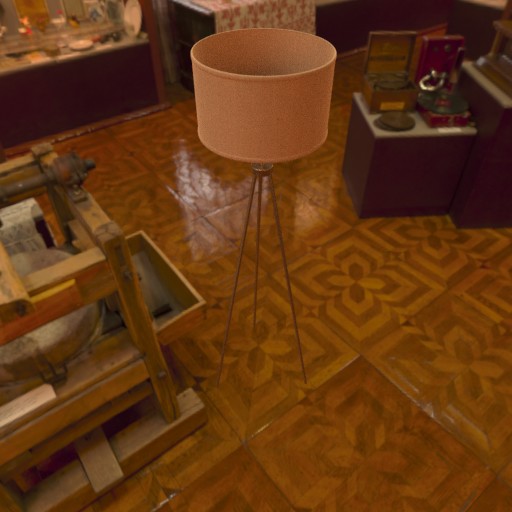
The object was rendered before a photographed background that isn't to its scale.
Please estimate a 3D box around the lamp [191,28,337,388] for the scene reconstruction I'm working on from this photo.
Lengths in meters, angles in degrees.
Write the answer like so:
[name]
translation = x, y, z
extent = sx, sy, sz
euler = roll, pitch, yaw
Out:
[lamp]
translation = 0.000, 0.000, 1.755
extent = 0.460, 1.545, 0.449
euler = -26, 48, -25
